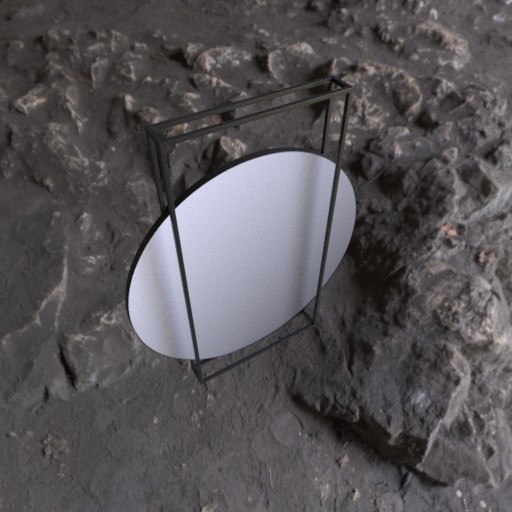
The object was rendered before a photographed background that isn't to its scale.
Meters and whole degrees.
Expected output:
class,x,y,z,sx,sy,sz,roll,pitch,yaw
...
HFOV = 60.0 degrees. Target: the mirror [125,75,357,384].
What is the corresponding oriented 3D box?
class,x,y,z,sx,sy,sz,roll,pitch,yaw
mirror,0.000,0.000,0.841,0.508,0.603,0.051,-23,49,-21
